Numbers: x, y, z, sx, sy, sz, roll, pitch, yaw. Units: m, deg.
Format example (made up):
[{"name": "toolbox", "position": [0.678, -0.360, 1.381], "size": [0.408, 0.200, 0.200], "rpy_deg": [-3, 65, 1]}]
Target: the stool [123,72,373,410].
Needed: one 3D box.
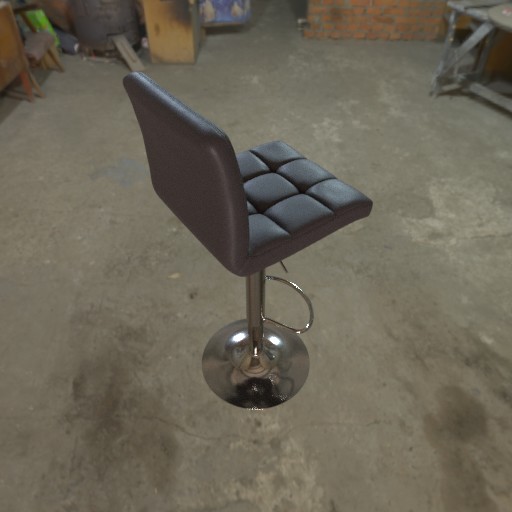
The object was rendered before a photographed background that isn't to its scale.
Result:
[{"name": "stool", "position": [0.000, 0.000, 1.378], "size": [0.505, 1.115, 0.430], "rpy_deg": [-25, 48, -25]}]
